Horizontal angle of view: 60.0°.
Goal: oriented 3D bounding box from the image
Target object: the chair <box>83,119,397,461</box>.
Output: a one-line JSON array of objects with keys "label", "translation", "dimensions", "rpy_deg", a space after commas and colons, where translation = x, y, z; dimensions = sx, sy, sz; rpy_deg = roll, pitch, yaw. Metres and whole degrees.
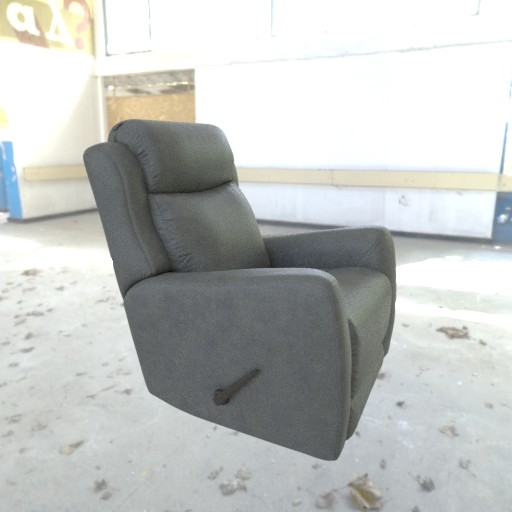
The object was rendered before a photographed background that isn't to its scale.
[{"label": "chair", "translation": [0.000, 0.000, 1.892], "dimensions": [1.068, 1.116, 0.967], "rpy_deg": [7, 16, 26]}]
